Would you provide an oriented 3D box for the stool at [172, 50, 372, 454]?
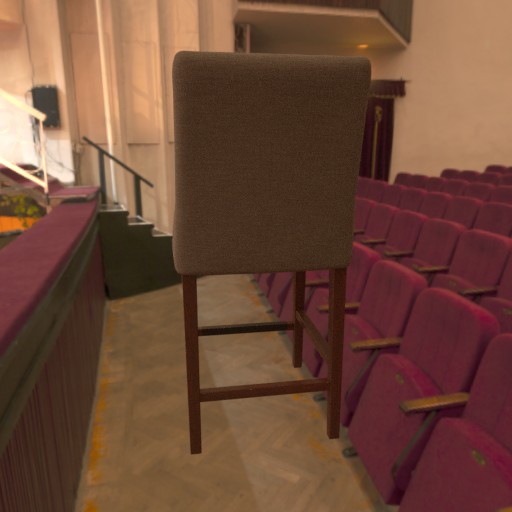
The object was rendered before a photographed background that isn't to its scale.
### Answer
[{"bbox_3d":[0.000,0.000,1.266,0.470,0.981,0.577,-2,14,-9],"label":"stool"}]
